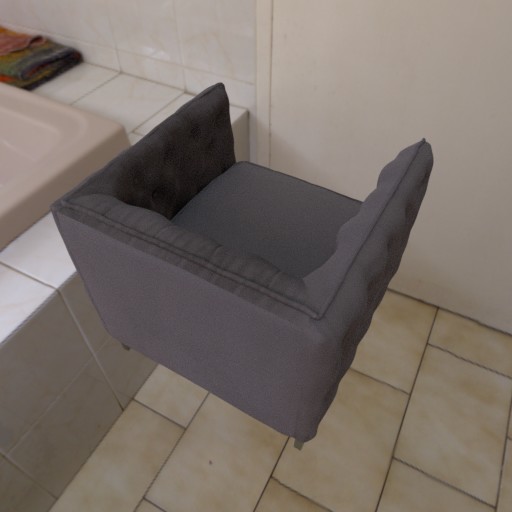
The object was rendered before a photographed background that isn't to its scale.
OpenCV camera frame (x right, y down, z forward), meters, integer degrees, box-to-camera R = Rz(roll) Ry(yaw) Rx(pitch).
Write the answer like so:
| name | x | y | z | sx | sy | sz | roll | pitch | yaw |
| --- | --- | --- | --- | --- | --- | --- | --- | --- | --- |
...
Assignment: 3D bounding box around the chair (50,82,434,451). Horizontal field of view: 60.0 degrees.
| name | x | y | z | sx | sy | sz | roll | pitch | yaw |
| --- | --- | --- | --- | --- | --- | --- | --- | --- | --- |
| chair | 0.000 | 0.000 | 1.646 | 0.946 | 0.807 | 0.913 | 23 | 51 | 20 |
